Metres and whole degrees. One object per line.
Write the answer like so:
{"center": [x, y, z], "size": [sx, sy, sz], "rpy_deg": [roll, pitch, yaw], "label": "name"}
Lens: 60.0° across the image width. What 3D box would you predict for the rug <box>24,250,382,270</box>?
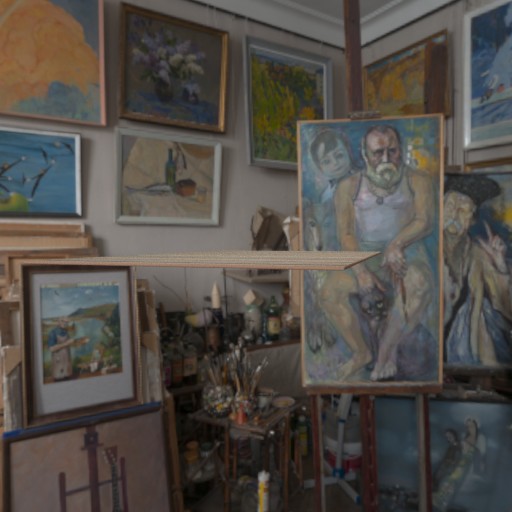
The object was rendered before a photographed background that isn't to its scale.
{"center": [0.000, 0.000, 3.028], "size": [1.523, 0.014, 2.438], "rpy_deg": [1, 2, 19], "label": "rug"}
